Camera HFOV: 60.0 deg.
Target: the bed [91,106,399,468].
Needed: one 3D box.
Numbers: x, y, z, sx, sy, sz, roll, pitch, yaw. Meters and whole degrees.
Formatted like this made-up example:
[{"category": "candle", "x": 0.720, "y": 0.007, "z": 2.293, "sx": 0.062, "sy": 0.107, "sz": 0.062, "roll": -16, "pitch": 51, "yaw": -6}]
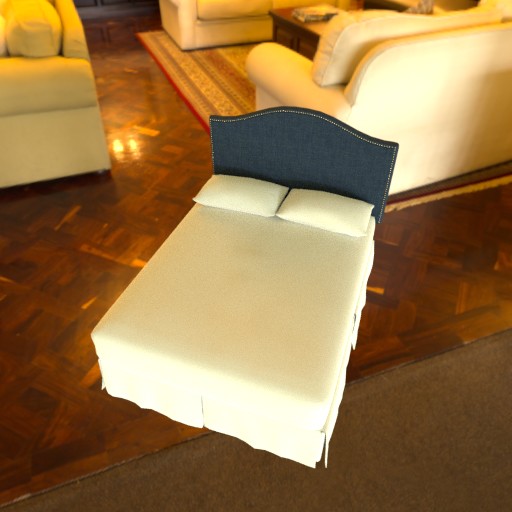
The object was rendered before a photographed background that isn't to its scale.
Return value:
[{"category": "bed", "x": 0.000, "y": 0.000, "z": 3.355, "sx": 1.713, "sy": 1.518, "sz": 2.153, "roll": 13, "pitch": 42, "yaw": 15}]
